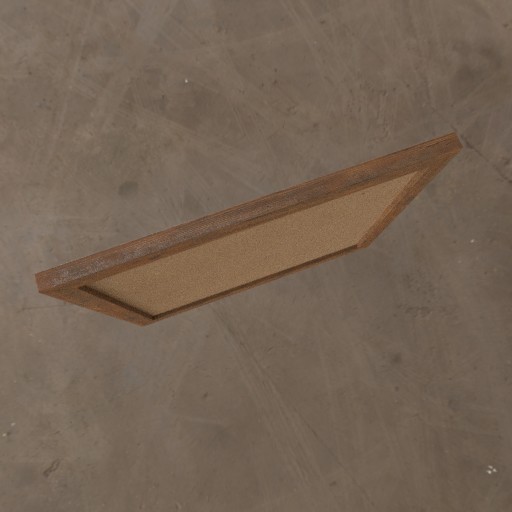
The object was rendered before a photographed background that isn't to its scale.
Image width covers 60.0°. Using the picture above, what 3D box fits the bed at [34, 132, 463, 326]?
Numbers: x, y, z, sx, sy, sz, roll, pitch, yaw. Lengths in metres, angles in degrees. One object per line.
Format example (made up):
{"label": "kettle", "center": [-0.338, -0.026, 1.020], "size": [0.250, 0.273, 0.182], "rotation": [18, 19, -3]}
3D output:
{"label": "bed", "center": [0.000, 0.000, 1.489], "size": [1.046, 0.942, 0.046], "rotation": [-19, 77, -5]}
